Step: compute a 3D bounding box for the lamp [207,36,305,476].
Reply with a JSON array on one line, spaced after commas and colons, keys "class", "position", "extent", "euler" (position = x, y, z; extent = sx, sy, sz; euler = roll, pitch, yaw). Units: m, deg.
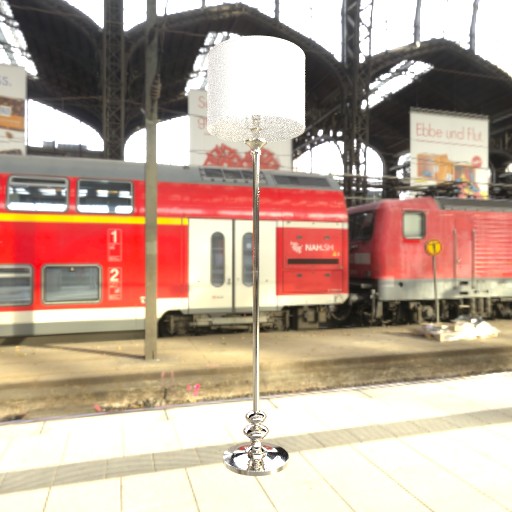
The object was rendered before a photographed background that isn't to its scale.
[{"class": "lamp", "position": [0.000, 0.000, 1.620], "extent": [0.356, 1.487, 0.356], "euler": [0, 0, -19]}]
